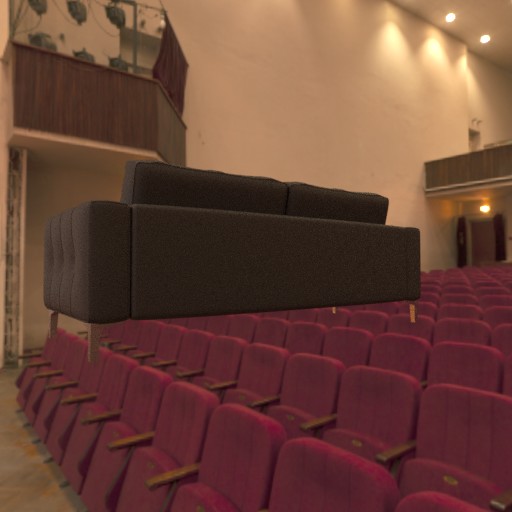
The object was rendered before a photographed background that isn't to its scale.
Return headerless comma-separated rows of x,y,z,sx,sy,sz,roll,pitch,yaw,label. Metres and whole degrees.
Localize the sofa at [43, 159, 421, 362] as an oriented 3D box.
0.000,0.000,2.728,2.275,0.893,0.833,1,-2,-36,sofa
